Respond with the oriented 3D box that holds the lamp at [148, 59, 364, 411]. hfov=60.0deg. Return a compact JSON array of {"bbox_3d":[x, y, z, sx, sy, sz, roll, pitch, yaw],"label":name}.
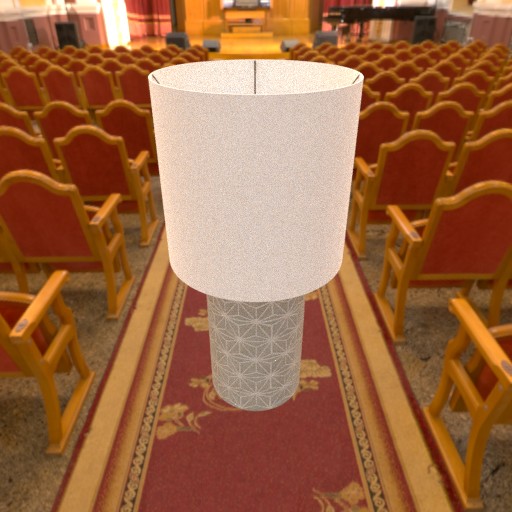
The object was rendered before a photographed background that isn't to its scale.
[{"bbox_3d":[0.000,0.000,0.540,0.206,0.416,0.206,0,31,0],"label":"lamp"}]
